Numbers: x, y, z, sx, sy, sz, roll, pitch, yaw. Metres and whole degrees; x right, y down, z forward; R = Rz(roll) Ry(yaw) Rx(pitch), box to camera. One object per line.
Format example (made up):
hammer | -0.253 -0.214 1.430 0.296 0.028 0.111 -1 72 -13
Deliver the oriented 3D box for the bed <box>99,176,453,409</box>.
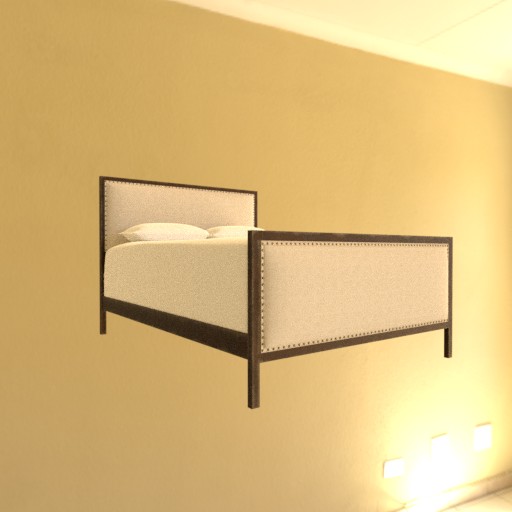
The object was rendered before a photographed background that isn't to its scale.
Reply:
bed | 0.000 0.000 3.268 1.607 1.313 2.221 0 1 -36
